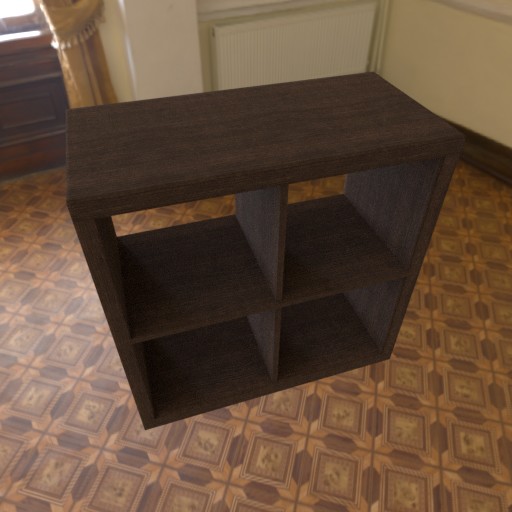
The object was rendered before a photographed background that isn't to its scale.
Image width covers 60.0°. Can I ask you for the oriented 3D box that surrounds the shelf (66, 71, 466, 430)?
[{"bbox_3d":[0.000,0.000,1.229,0.790,0.786,0.390,-12,43,-13],"label":"shelf"}]
